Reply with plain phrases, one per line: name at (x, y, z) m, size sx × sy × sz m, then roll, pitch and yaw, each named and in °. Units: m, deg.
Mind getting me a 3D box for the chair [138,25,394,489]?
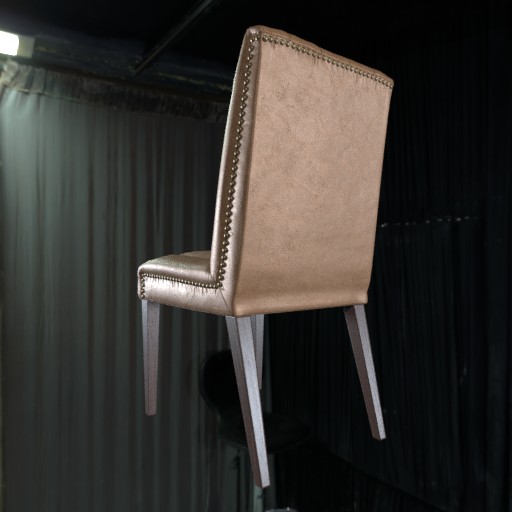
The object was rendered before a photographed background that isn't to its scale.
chair at (0.000, 0.000, 1.334) m, size 0.511 × 1.016 × 0.647 m, roll 0°, pitch 0°, yaw -38°
